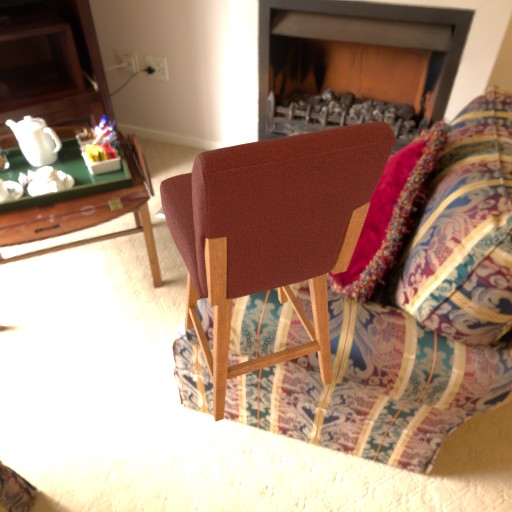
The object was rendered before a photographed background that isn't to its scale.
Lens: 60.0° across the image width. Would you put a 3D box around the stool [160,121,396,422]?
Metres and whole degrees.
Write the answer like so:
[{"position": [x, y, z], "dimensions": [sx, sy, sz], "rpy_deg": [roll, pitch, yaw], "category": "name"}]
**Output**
[{"position": [0.000, 0.000, 1.359], "dimensions": [0.468, 1.038, 0.562], "rpy_deg": [-14, 44, -15], "category": "stool"}]
